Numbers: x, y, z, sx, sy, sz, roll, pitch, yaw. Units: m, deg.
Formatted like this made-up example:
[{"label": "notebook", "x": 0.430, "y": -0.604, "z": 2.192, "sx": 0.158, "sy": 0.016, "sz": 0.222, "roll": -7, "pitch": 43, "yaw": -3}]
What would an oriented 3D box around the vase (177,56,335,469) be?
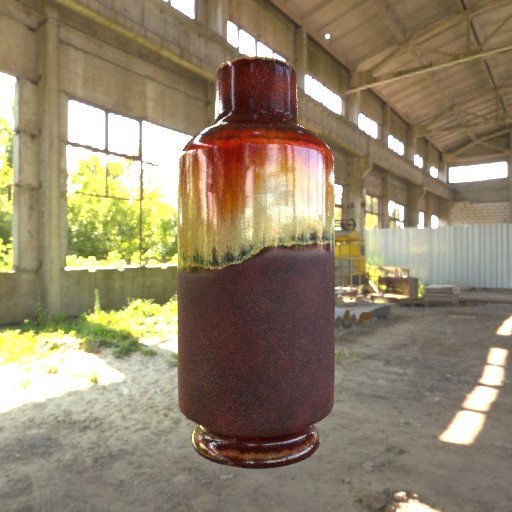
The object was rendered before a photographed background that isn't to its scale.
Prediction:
[{"label": "vase", "x": 0.000, "y": 0.000, "z": 0.316, "sx": 0.111, "sy": 0.261, "sz": 0.111, "roll": 0, "pitch": 0, "yaw": 0}]
